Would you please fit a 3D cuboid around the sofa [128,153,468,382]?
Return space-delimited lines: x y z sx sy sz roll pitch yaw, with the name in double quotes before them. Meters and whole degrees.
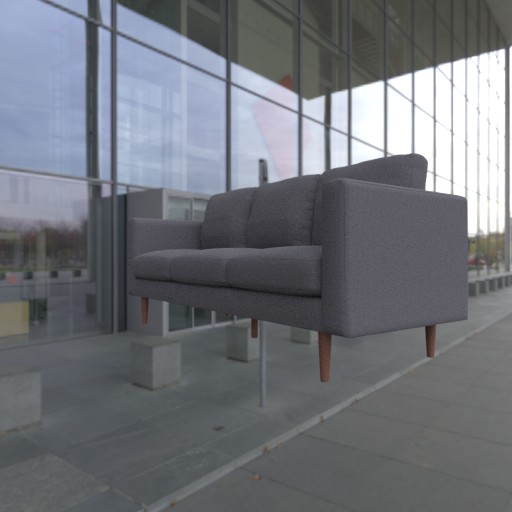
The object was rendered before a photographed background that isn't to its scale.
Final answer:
"sofa" 0.000 0.000 2.480 0.802 0.912 2.029 0 0 -36
